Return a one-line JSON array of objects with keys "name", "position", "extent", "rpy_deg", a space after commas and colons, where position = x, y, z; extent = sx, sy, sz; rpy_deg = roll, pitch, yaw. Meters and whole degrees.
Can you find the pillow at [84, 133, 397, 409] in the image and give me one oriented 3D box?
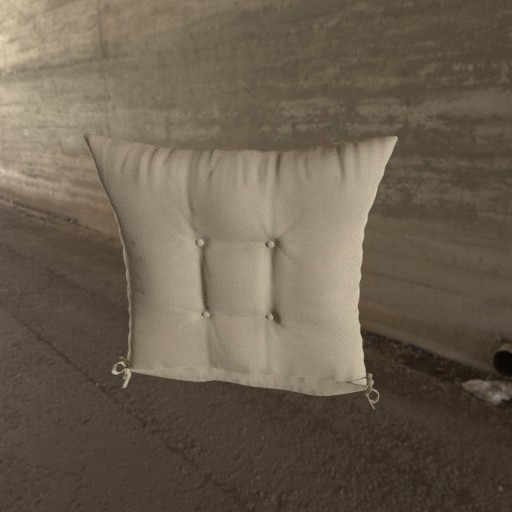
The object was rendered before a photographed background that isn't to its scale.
[{"name": "pillow", "position": [0.000, 0.000, 1.002], "extent": [0.541, 0.536, 0.585], "rpy_deg": [2, 16, 8]}]
